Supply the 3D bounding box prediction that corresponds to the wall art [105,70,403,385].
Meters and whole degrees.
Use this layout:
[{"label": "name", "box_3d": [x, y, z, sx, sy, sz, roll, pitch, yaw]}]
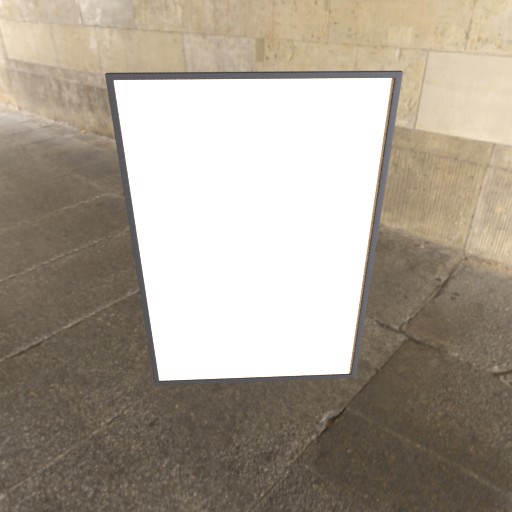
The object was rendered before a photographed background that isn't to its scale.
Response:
[{"label": "wall art", "box_3d": [0.000, 0.000, 0.850, 0.457, 0.657, 0.013, -1, 30, -2]}]
